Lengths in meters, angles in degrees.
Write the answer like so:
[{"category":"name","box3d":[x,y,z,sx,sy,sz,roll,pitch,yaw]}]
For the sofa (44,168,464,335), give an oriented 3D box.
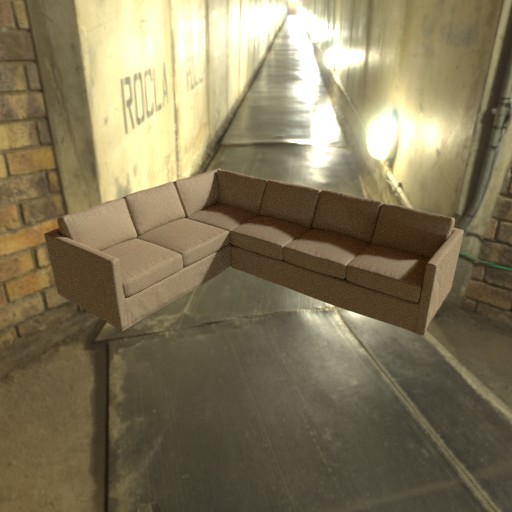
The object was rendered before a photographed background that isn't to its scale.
[{"category":"sofa","box3d":[0.000,0.000,4.294,3.182,0.871,2.432,18,31,32]}]
